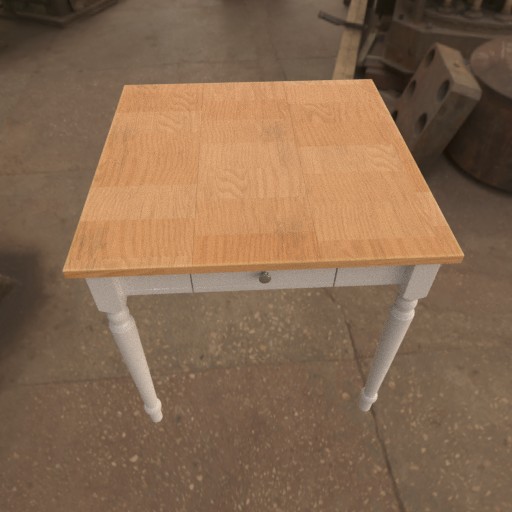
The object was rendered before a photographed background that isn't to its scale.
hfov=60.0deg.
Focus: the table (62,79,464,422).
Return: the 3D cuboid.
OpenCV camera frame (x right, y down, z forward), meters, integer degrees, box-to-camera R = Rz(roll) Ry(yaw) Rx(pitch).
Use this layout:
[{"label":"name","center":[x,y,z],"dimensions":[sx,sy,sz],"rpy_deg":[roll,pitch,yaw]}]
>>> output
[{"label":"table","center":[0.000,0.000,1.344],"dimensions":[0.747,0.738,0.747],"rpy_deg":[-2,46,-2]}]
